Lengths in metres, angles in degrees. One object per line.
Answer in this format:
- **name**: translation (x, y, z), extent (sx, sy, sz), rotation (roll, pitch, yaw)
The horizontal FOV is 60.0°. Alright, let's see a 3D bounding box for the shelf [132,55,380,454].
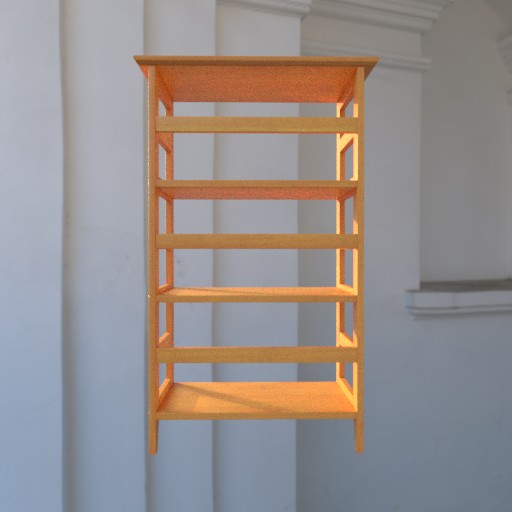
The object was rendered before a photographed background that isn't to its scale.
- **shelf**: translation (0.000, 0.000, 1.336), extent (0.660, 1.067, 0.305), rotation (0, 0, -1)
